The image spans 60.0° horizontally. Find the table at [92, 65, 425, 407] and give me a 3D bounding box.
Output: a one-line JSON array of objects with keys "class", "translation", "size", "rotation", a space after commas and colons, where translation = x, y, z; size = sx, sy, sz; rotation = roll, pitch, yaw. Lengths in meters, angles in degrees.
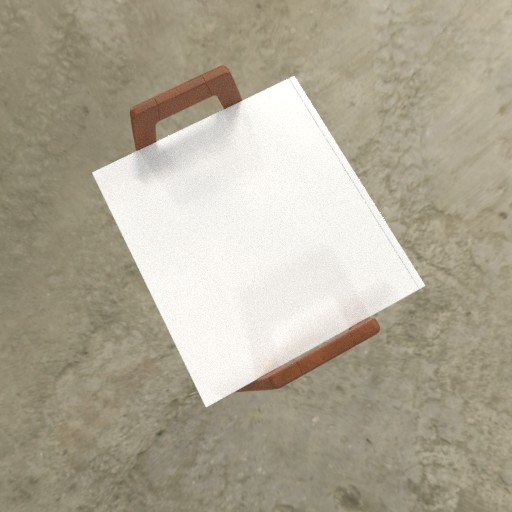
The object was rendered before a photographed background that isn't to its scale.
[{"class": "table", "translation": [0.000, 0.000, 0.915], "size": [0.405, 0.610, 0.457], "rotation": [-28, 79, -6]}]
